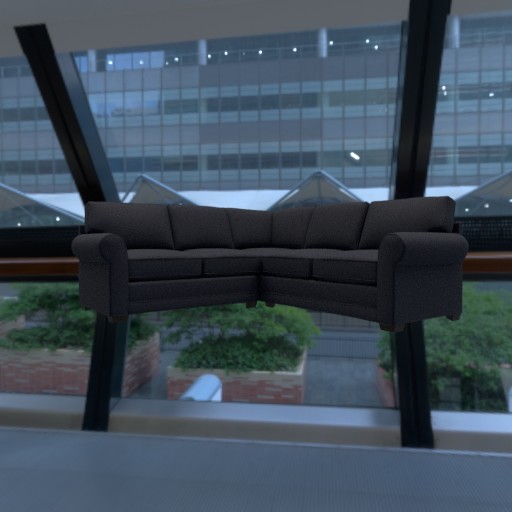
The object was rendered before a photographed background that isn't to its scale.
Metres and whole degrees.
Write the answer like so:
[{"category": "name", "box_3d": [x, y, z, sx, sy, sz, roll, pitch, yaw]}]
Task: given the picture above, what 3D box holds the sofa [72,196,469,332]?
[{"category": "sofa", "box_3d": [0.000, 0.000, 3.862, 2.487, 1.042, 2.562, -1, 2, -36]}]
